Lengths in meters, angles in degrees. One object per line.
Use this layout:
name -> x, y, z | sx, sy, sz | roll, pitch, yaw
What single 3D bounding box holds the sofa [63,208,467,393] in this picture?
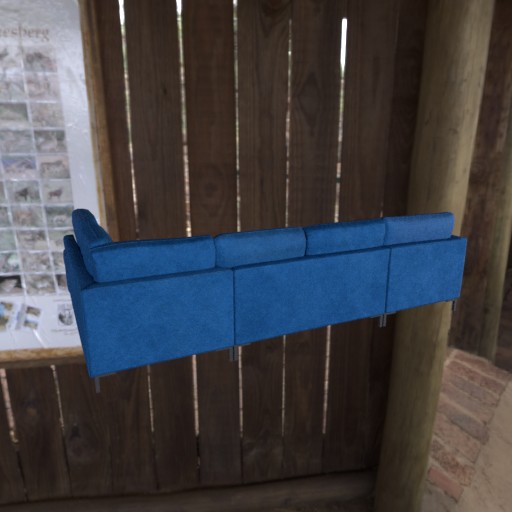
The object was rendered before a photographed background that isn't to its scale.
sofa -> 0.000, 0.000, 4.379 | 3.434, 0.992, 2.055 | -7, 17, -25
